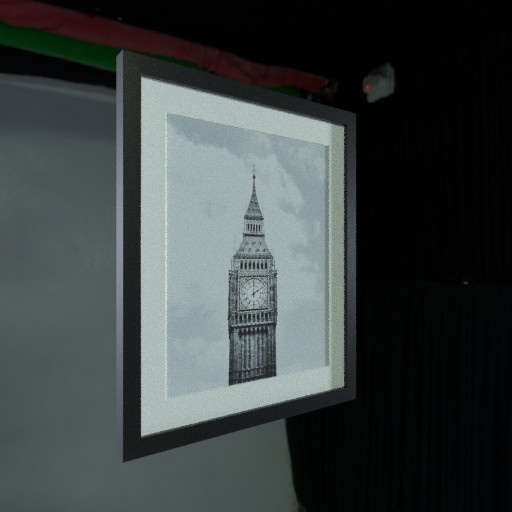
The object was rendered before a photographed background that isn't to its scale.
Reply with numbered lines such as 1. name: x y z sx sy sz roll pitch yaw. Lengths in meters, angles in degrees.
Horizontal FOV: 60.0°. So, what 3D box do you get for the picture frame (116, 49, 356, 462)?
1. picture frame: 0.000 0.000 0.742 0.460 0.556 0.028 0 0 -36
